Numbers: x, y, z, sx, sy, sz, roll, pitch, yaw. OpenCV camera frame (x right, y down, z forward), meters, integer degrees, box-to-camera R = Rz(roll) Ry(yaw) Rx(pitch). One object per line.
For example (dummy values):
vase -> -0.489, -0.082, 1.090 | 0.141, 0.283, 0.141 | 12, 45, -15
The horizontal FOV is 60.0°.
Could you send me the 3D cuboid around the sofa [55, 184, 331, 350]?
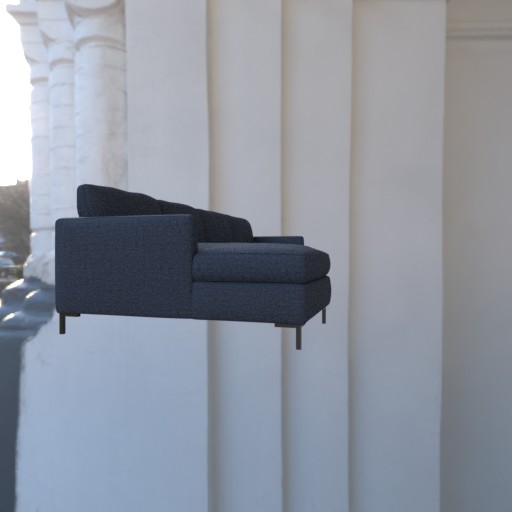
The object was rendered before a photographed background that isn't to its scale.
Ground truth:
sofa -> 0.000, 0.000, 2.915 | 1.125, 0.673, 2.445 | 0, 0, 17
